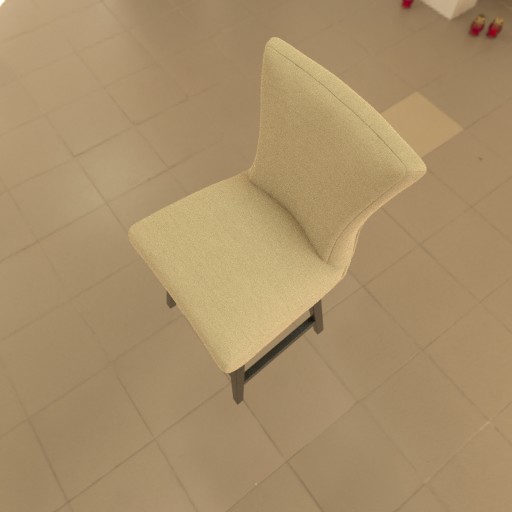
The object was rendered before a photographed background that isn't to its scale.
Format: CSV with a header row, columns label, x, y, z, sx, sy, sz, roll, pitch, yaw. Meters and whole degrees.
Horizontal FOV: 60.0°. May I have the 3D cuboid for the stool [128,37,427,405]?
label,x,y,z,sx,sy,sz,roll,pitch,yaw
stool,0.000,0.000,1.352,0.574,1.000,0.514,-34,68,-16
